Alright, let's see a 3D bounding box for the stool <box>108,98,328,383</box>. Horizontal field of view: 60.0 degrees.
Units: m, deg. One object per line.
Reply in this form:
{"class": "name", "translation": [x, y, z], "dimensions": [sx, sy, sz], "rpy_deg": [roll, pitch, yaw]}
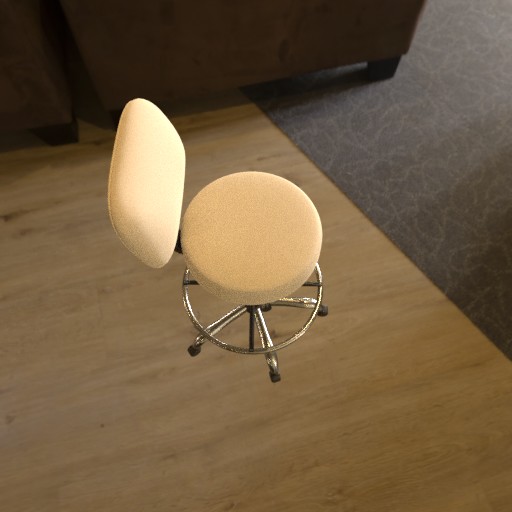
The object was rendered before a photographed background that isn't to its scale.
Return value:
{"class": "stool", "translation": [0.000, 0.000, 1.438], "dimensions": [0.616, 1.080, 0.609], "rpy_deg": [1, 63, 0]}
